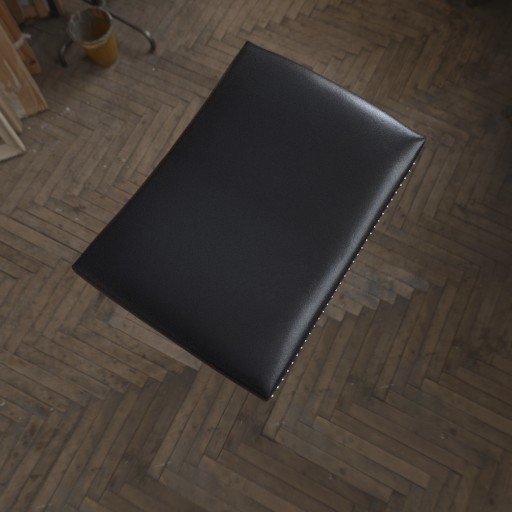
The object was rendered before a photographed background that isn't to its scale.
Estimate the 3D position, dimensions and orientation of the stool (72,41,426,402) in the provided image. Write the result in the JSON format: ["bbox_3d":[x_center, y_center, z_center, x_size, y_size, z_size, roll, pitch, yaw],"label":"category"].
[{"bbox_3d":[0.000,0.000,1.031,0.372,0.742,0.504,32,77,8],"label":"stool"}]
